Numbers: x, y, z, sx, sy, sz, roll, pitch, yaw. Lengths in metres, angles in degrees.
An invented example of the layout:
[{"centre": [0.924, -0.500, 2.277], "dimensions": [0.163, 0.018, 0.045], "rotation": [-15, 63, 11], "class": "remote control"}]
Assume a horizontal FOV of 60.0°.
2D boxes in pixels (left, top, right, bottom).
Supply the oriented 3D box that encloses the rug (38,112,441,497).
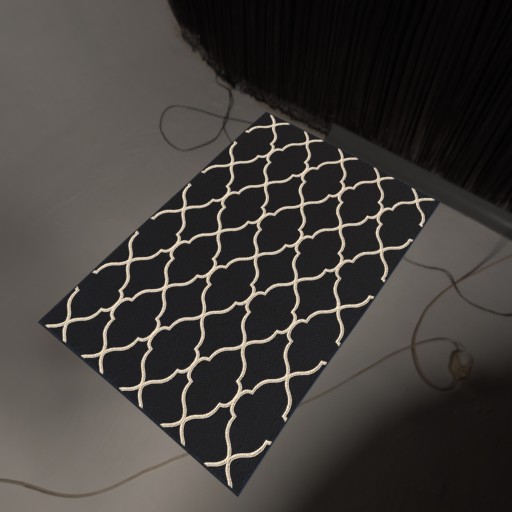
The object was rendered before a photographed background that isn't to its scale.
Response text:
[{"centre": [0.000, 0.000, 2.866], "dimensions": [1.528, 0.014, 2.294], "rotation": [33, 64, 18], "class": "rug"}]
